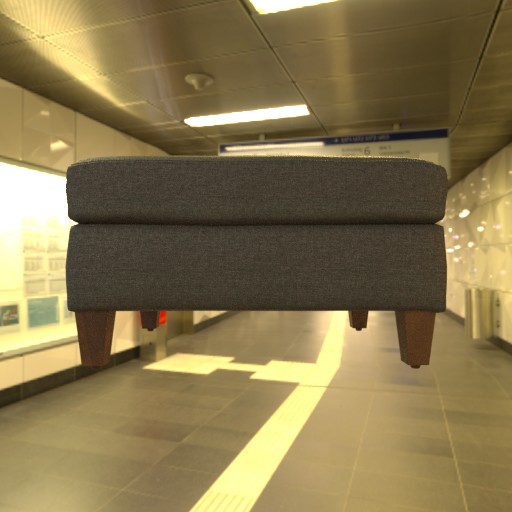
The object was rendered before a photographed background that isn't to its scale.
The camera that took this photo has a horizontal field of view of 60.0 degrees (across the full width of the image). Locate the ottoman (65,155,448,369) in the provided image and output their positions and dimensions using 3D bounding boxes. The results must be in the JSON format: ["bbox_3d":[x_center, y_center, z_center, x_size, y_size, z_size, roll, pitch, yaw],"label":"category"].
[{"bbox_3d":[0.000,0.000,1.230,0.826,0.496,0.639,0,-1,-1],"label":"ottoman"}]
